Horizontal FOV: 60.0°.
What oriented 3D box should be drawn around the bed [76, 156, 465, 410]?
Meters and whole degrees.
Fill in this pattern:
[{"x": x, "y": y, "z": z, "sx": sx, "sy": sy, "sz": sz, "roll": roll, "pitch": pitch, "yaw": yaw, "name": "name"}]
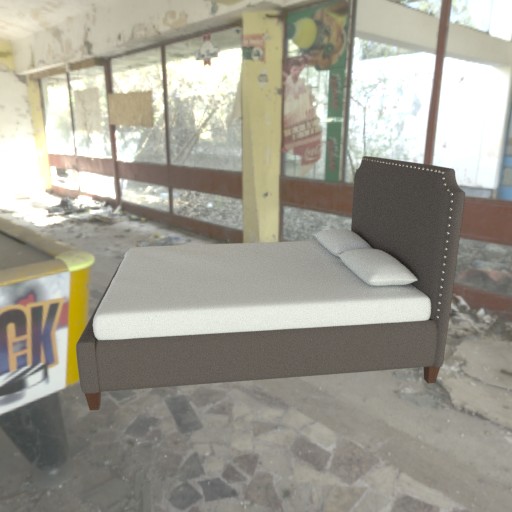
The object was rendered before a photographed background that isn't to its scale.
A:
[{"x": 0.000, "y": 0.000, "z": 3.470, "sx": 2.372, "sy": 1.443, "sz": 1.713, "roll": -2, "pitch": 16, "yaw": -8, "name": "bed"}]
